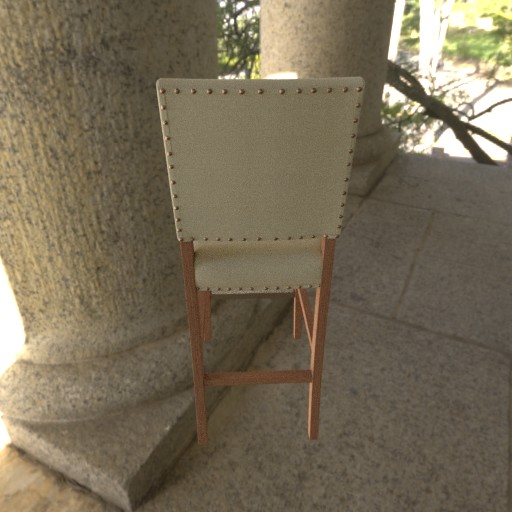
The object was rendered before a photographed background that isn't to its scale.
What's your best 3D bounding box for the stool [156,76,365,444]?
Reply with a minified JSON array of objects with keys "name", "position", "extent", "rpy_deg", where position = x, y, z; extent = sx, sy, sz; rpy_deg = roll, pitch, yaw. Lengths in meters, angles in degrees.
[{"name":"stool","position":[0.000,0.000,1.443],"extent":[0.445,1.168,0.584],"rpy_deg":[-1,31,-2]}]
